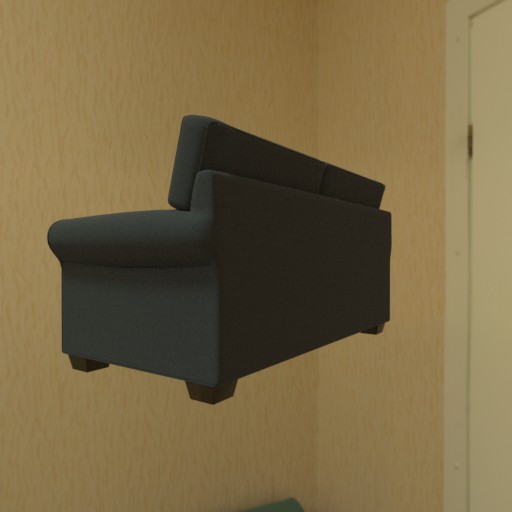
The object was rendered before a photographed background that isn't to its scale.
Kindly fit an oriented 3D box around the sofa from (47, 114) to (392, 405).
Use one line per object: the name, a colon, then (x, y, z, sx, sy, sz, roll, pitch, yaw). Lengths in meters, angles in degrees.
sofa: (0.000, 0.000, 2.477, 0.940, 1.020, 1.930, 0, 0, 35)
